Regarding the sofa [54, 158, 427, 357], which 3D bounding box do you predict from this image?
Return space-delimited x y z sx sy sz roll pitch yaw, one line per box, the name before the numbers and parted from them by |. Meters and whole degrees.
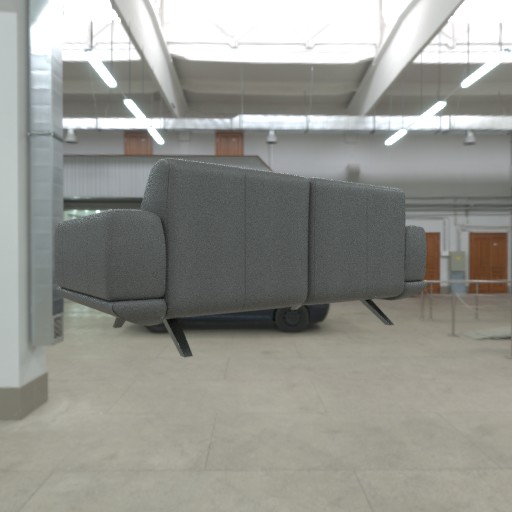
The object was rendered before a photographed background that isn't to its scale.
sofa | 0.000 0.000 2.434 1.901 0.772 0.900 0 1 -36
